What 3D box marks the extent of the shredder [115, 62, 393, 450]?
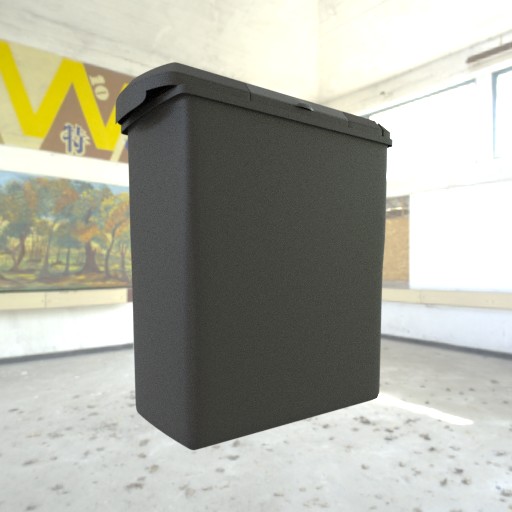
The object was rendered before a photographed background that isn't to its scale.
[{"bbox_3d":[0.000,0.000,0.507,0.320,0.335,0.170,1,-1,-37],"label":"shredder"}]
